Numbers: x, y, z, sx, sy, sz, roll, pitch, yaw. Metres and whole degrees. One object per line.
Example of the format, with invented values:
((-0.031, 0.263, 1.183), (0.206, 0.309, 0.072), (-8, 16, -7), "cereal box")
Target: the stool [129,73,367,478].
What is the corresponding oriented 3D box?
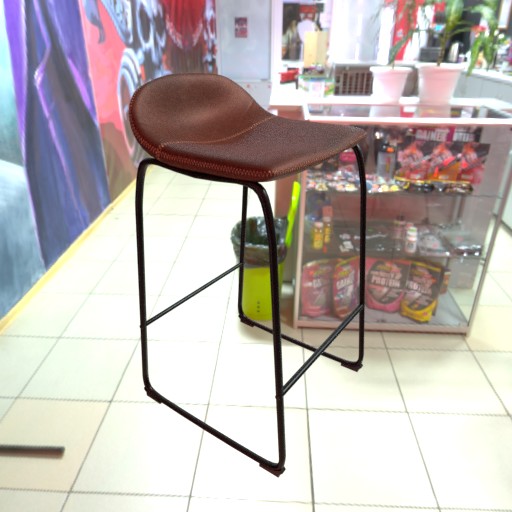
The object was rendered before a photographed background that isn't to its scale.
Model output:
((0.000, 0.000, 1.114), (0.473, 0.830, 0.454), (18, 32, 31), "stool")
